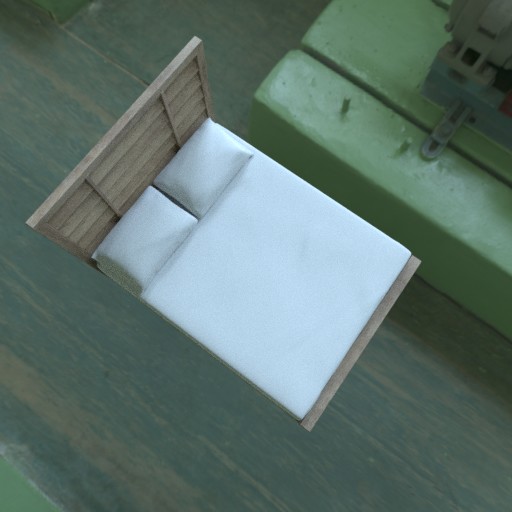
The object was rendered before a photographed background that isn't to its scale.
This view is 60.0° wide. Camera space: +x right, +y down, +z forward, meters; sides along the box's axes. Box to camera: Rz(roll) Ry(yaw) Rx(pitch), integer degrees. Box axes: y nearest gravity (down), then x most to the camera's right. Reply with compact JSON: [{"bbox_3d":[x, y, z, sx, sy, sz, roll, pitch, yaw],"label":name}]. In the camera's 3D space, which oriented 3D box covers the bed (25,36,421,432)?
[{"bbox_3d":[0.000,0.000,3.402,2.197,1.626,1.626,35,78,9],"label":"bed"}]
